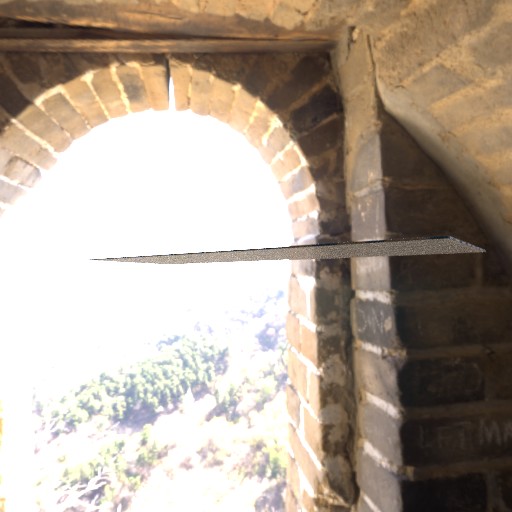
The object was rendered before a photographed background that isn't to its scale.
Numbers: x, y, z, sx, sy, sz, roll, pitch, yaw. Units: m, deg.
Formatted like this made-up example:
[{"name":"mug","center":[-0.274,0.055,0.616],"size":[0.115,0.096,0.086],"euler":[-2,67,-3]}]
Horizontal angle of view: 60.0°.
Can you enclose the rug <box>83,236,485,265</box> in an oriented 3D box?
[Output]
[{"name":"rug","center":[0.000,0.000,1.682],"size":[1.492,0.007,0.503],"euler":[-3,-5,36]}]
